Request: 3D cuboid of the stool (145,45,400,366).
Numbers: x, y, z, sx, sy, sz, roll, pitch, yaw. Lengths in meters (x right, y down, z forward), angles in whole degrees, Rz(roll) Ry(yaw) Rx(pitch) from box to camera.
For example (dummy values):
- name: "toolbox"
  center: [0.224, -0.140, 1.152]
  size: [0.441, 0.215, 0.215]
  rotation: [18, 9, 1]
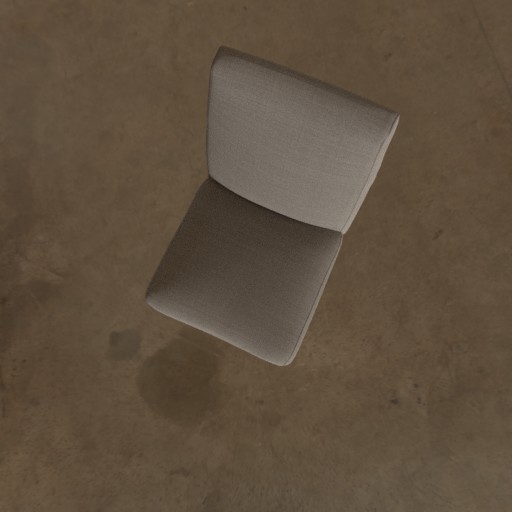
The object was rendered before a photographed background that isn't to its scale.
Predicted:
- name: "stool"
  center: [0.000, 0.000, 1.395]
  size: [0.483, 1.112, 0.570]
  rotation: [23, 76, 6]
